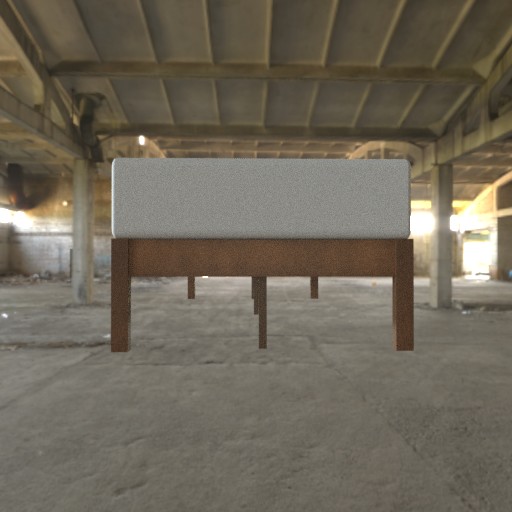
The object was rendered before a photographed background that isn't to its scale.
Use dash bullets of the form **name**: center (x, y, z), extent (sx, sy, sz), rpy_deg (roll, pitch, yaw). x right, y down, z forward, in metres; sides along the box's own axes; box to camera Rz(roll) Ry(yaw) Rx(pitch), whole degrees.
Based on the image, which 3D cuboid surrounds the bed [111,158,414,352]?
- **bed**: center (0.000, 0.000, 2.349), extent (0.961, 0.616, 1.902), rpy_deg (0, 0, -1)
